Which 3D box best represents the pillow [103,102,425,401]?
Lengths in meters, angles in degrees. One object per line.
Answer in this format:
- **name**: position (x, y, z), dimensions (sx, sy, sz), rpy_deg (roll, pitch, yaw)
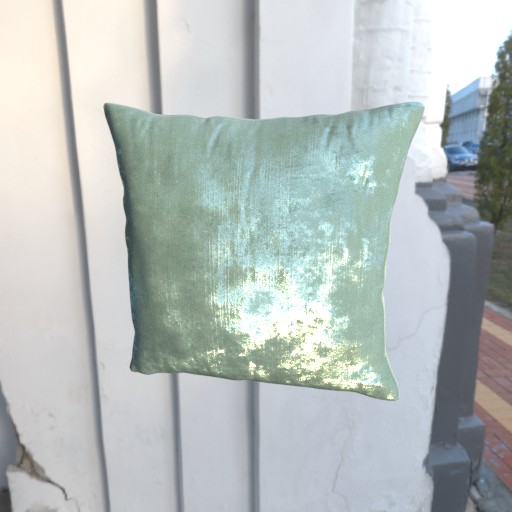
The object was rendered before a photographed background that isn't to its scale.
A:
- **pillow**: position (0.000, 0.000, 0.700), dimensions (0.470, 0.464, 0.175), rpy_deg (2, 15, 9)
